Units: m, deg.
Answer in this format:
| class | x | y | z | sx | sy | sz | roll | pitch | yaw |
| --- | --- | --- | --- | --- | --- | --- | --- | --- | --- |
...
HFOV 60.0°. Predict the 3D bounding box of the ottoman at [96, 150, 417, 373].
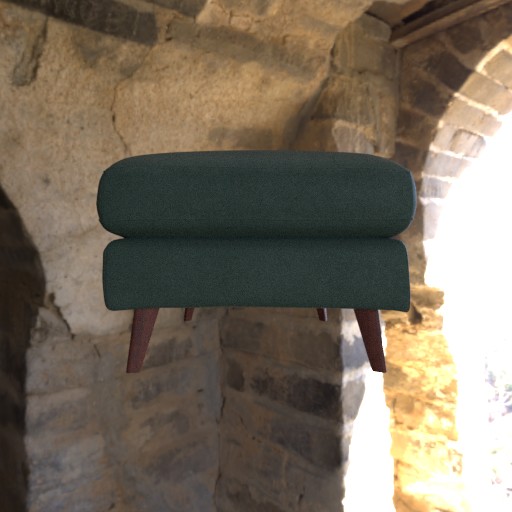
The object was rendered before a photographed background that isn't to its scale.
| class | x | y | z | sx | sy | sz | roll | pitch | yaw |
| --- | --- | --- | --- | --- | --- | --- | --- | --- | --- |
| ottoman | 0.000 | 0.000 | 1.199 | 0.608 | 0.449 | 0.811 | 0 | 0 | 0 |
